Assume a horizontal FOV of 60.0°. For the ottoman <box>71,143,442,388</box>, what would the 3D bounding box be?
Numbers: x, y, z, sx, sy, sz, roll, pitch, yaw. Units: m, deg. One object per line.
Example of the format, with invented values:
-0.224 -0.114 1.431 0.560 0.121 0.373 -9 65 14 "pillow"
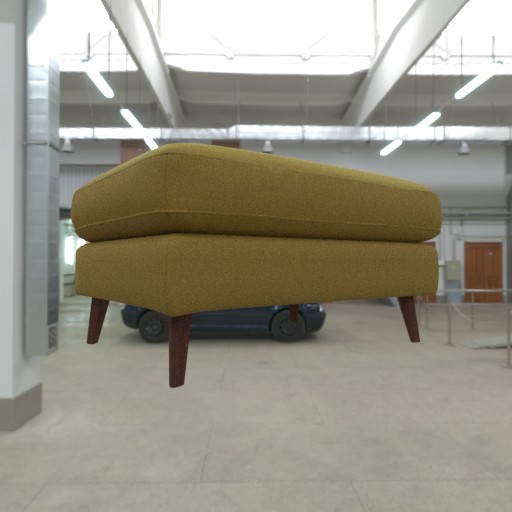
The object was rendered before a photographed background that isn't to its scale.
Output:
0.000 0.000 1.154 0.811 0.449 0.608 0 -1 -36 "ottoman"
